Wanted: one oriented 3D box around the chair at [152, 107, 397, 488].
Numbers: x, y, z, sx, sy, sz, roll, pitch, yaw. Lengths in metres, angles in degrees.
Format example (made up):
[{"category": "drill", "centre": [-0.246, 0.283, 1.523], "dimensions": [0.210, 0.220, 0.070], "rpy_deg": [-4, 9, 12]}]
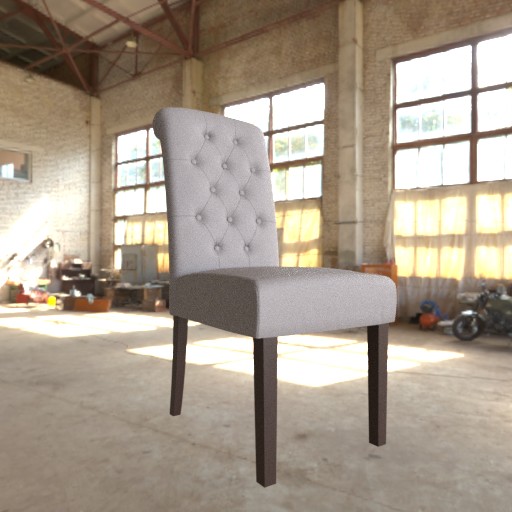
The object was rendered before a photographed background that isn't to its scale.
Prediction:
[{"category": "chair", "centre": [0.000, 0.000, 1.337], "dimensions": [0.456, 1.006, 0.671], "rpy_deg": [0, -1, -35]}]
